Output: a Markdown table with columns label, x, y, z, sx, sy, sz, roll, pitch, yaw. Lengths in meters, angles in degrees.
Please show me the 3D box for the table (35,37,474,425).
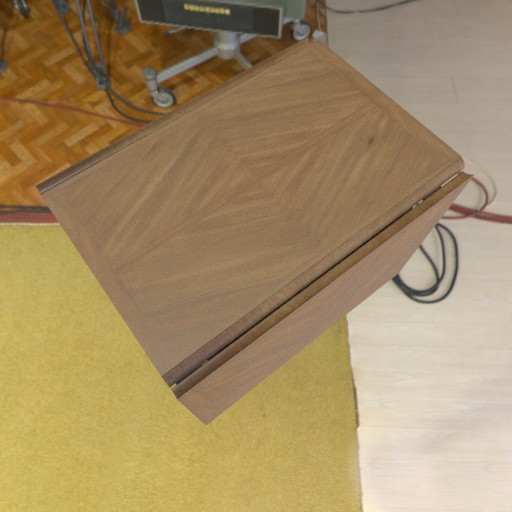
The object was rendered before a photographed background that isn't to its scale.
| label | x | y | z | sx | sy | sz | roll | pitch | yaw |
| --- | --- | --- | --- | --- | --- | --- | --- | --- | --- |
| table | 0.000 | 0.000 | 1.625 | 0.967 | 0.981 | 0.701 | -35 | 69 | -16 |
